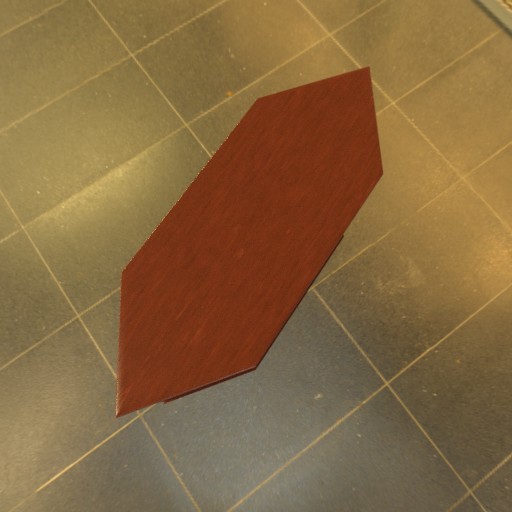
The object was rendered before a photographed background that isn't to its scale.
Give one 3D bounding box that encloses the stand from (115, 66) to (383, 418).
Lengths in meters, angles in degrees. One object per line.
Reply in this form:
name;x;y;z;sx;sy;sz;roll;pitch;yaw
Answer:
stand;0.000;0.000;1.359;0.381;0.614;1.072;33;77;9
